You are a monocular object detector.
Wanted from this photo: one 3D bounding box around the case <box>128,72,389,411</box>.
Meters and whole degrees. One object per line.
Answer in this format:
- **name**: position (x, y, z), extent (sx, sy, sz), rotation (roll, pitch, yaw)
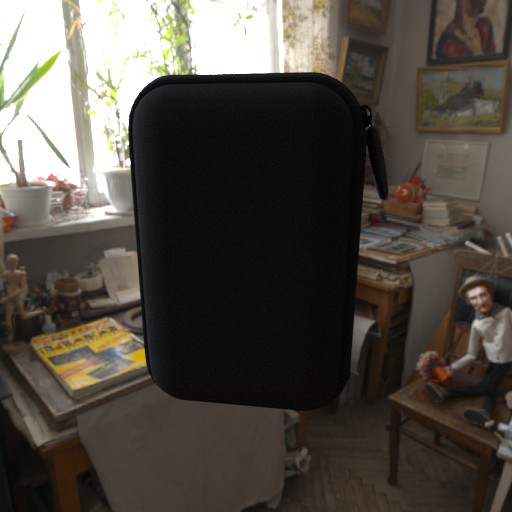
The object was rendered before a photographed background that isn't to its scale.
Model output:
- **case**: position (0.000, 0.000, 0.192), extent (0.107, 0.147, 0.030), rotation (2, 16, 8)
